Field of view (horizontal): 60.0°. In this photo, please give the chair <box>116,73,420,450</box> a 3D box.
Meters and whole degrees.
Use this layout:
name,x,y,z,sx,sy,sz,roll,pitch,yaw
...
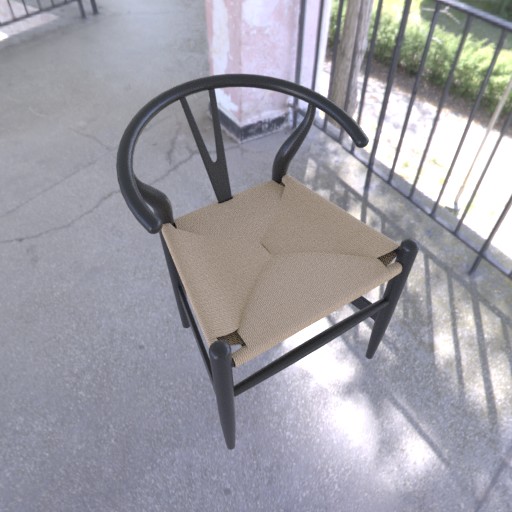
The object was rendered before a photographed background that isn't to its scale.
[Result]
name,x,y,z,sx,sy,sz,roll,pitch,yaw
chair,0.000,0.000,1.170,0.570,0.739,0.570,-25,52,-21
